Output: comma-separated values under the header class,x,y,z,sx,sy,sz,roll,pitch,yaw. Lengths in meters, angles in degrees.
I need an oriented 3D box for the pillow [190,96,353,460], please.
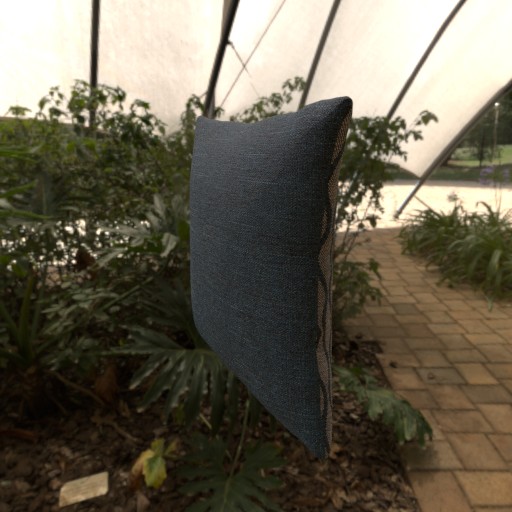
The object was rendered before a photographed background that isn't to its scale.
class,x,y,z,sx,sy,sz,roll,pitch,yaw
pillow,0.000,0.000,0.681,0.159,0.435,0.435,-7,16,-27
